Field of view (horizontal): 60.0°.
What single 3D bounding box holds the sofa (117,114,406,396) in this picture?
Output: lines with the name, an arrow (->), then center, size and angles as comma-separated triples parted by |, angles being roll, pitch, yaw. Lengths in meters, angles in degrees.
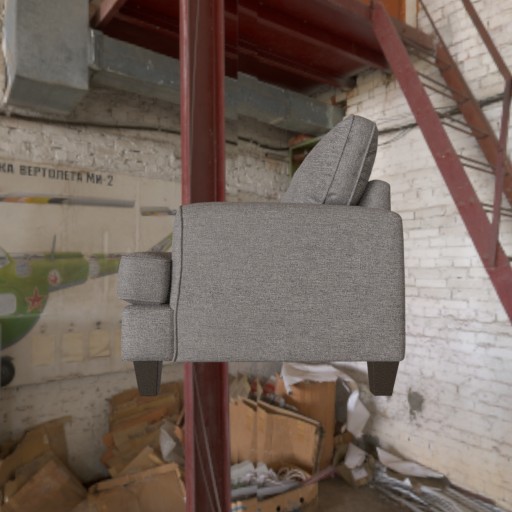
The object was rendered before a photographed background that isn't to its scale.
sofa -> 0.000, 0.000, 2.236 | 0.965, 0.965, 1.651 | 0, -2, -1
